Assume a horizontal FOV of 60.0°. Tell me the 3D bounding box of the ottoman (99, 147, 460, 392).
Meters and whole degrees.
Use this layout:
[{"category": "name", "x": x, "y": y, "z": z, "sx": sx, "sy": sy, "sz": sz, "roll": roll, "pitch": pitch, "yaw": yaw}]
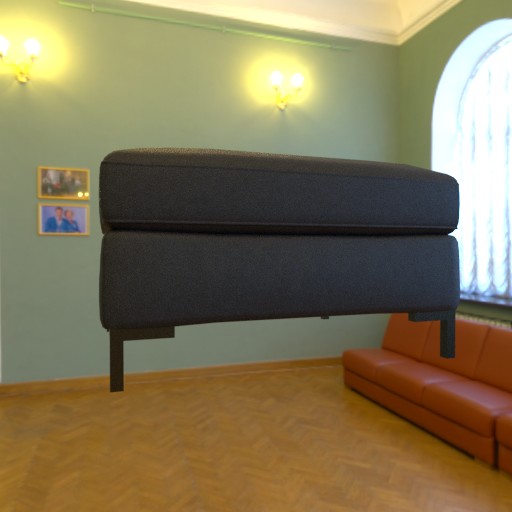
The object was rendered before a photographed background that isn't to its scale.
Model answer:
[{"category": "ottoman", "x": 0.000, "y": 0.000, "z": 1.782, "sx": 1.187, "sy": 0.696, "sz": 0.967, "roll": 0, "pitch": 1, "yaw": -19}]
